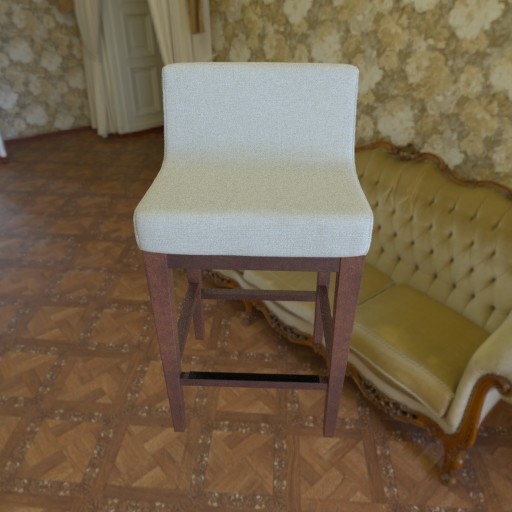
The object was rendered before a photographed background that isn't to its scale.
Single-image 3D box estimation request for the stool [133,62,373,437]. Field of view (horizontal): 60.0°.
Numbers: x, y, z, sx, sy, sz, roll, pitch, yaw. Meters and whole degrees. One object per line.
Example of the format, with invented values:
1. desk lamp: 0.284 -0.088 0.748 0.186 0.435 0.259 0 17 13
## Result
1. stool: 0.000 0.000 1.224 0.511 0.937 0.500 1 31 2
